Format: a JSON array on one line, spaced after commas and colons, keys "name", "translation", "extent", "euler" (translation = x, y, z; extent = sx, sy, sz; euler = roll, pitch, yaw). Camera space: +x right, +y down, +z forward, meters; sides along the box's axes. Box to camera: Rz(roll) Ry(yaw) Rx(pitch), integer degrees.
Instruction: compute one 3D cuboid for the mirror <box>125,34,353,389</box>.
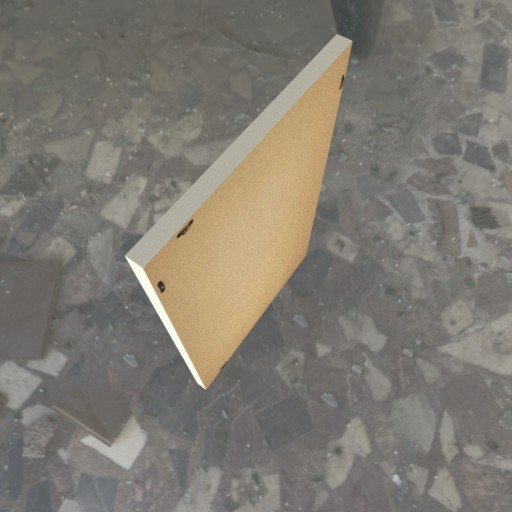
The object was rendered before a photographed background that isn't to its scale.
[{"name": "mirror", "translation": [0.000, 0.000, 1.166], "extent": [0.041, 0.914, 0.609], "euler": [32, 67, 15]}]
